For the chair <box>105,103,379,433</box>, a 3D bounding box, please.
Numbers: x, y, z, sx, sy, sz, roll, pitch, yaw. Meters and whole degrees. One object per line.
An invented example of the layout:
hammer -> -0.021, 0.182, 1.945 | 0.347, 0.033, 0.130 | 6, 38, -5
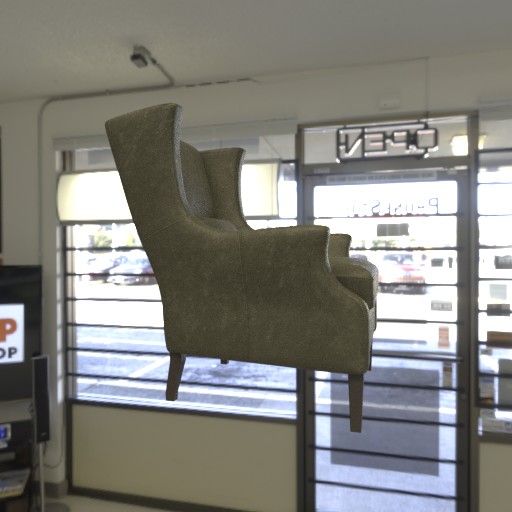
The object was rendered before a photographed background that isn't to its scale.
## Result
chair -> 0.000, 0.000, 1.752 | 0.926, 1.016, 0.853 | 0, 1, 17
